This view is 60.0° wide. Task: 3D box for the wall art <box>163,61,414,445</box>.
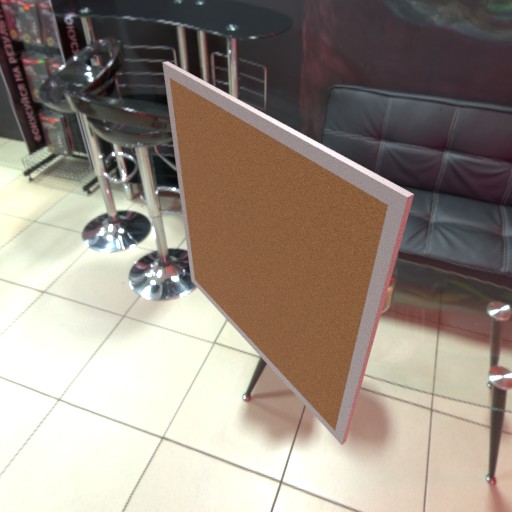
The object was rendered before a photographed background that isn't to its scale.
[{"bbox_3d":[0.000,0.000,0.679,0.009,0.457,0.456,-26,47,-27],"label":"wall art"}]
